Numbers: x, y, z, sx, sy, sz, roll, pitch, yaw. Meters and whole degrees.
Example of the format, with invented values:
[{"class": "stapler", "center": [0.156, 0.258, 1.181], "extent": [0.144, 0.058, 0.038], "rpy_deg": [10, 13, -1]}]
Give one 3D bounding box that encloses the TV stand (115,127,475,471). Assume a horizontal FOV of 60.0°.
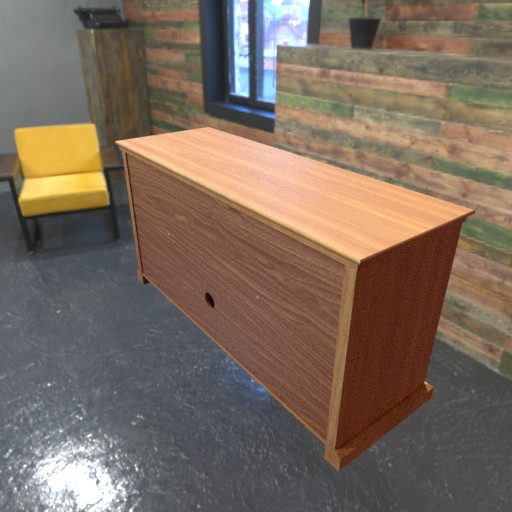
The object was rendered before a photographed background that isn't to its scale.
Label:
[{"class": "TV stand", "center": [0.000, 0.000, 1.489], "extent": [0.417, 0.607, 1.181], "rpy_deg": [-20, 34, -33]}]
